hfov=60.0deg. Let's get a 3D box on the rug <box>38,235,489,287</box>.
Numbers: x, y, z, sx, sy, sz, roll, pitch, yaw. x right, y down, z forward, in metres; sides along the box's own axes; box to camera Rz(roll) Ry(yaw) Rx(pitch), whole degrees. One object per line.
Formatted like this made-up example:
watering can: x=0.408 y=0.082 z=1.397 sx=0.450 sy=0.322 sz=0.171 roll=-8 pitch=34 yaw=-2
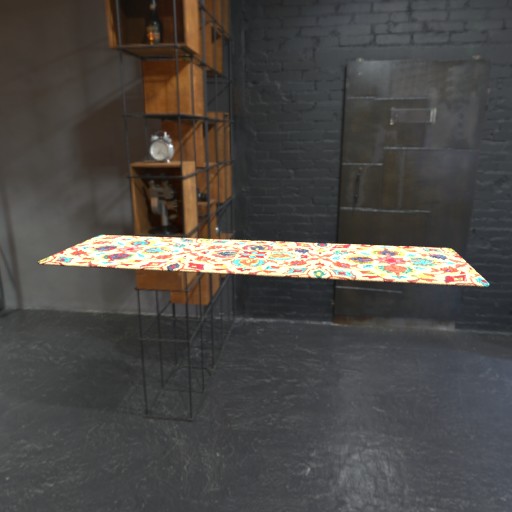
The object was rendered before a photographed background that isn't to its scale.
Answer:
rug: x=0.000 y=0.000 z=2.513 sx=2.273 sy=0.016 sz=0.693 roll=2 pitch=15 yaw=9
